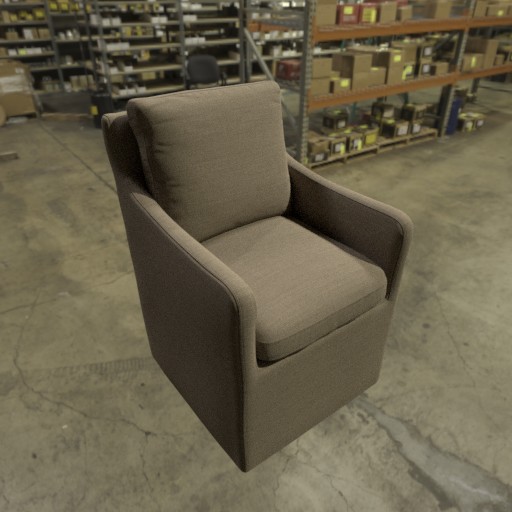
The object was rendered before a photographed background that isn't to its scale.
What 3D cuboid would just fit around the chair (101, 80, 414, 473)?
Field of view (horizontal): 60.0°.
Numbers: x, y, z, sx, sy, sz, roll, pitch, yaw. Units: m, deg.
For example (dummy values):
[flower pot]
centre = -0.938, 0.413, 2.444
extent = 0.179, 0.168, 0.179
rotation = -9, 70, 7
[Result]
[chair]
centre = 0.000, 0.000, 1.360
extent = 0.626, 0.914, 0.694
rotation = -21, 38, -31
